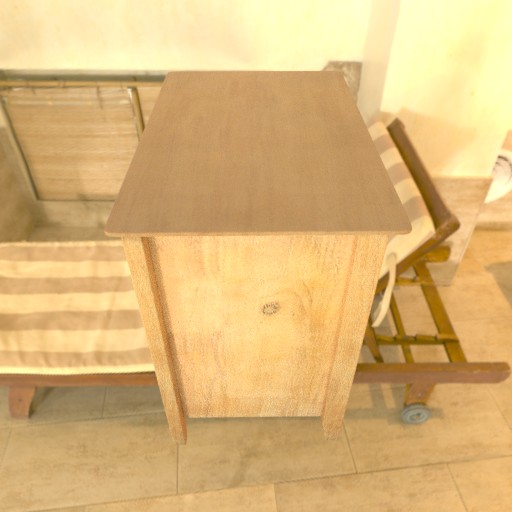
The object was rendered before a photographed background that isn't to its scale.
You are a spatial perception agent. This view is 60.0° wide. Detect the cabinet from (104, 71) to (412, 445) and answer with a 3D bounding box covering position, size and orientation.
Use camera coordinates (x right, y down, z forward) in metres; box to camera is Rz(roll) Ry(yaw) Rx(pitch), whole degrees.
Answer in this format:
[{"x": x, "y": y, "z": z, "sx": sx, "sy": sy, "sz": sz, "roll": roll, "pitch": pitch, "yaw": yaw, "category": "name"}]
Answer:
[{"x": 0.000, "y": 0.000, "z": 1.248, "sx": 0.503, "sy": 0.762, "sz": 0.763, "roll": 0, "pitch": 41, "yaw": -1, "category": "cabinet"}]
